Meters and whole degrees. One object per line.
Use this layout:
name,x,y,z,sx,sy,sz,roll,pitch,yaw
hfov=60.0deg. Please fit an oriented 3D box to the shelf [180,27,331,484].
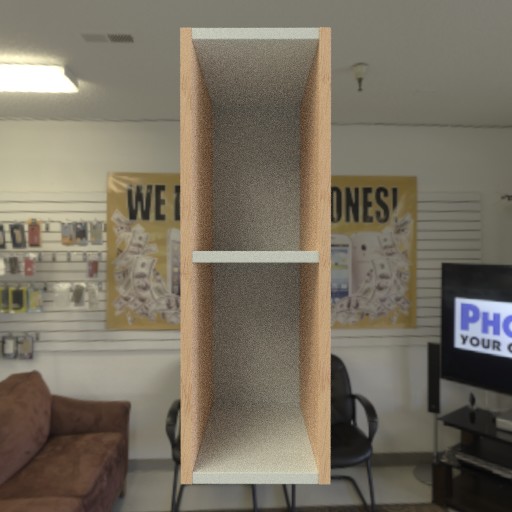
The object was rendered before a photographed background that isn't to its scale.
shelf,0.000,0.000,0.727,0.200,0.600,0.290,0,0,0
